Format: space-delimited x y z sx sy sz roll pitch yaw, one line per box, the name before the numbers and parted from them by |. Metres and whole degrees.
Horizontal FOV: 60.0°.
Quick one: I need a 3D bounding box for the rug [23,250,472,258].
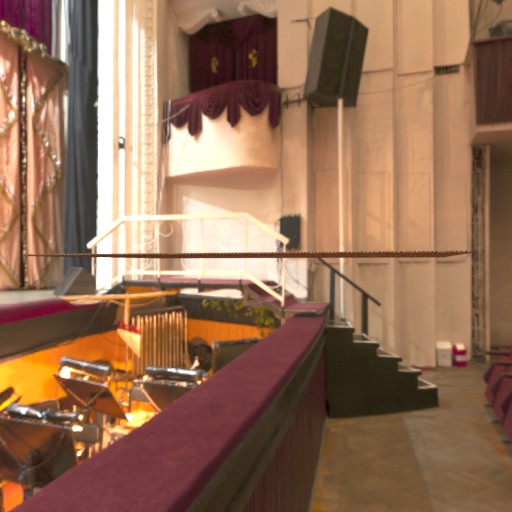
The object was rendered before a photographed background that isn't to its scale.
rug | 0.000 0.000 2.969 2.439 0.011 1.533 0 -1 19
